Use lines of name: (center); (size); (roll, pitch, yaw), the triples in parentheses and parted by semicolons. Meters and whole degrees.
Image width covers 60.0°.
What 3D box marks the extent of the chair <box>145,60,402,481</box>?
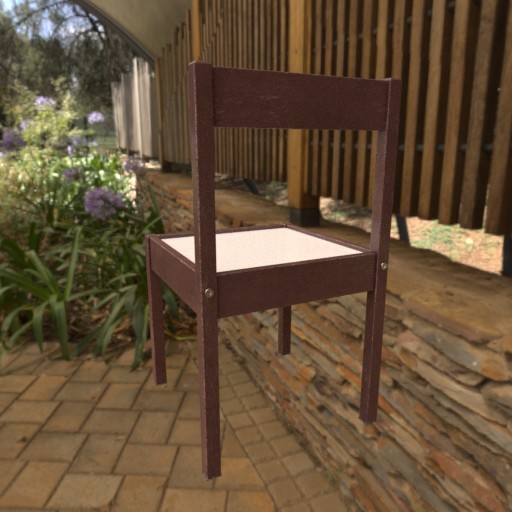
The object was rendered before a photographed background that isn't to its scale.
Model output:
chair: (0.000, 0.000, 0.696); (0.285, 0.505, 0.285); (-7, 16, -26)
